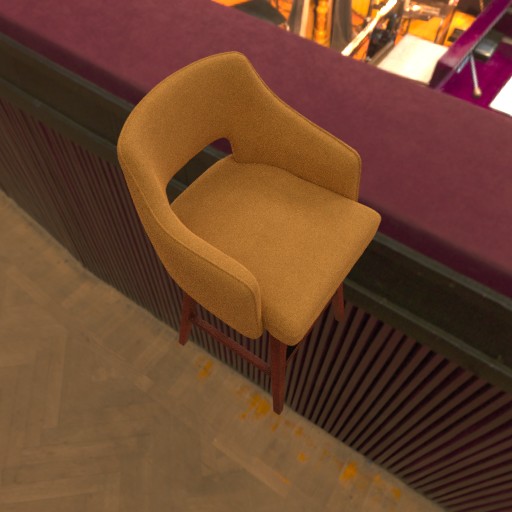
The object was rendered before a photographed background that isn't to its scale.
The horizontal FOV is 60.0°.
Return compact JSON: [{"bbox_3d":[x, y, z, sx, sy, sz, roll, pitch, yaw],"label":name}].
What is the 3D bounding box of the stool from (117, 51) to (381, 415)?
[{"bbox_3d":[0.000,0.000,1.361,0.558,1.012,0.548,31,62,19],"label":"stool"}]
